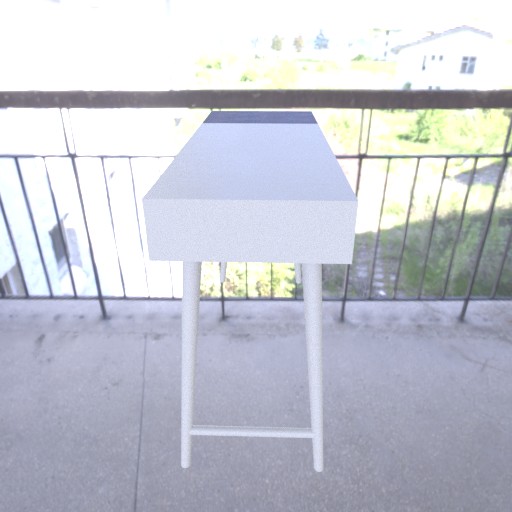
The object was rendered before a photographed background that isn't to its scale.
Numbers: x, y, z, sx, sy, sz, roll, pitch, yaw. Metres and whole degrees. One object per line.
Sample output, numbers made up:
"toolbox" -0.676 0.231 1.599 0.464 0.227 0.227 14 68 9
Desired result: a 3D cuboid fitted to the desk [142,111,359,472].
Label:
"desk" 0.000 0.000 1.459 0.409 0.761 1.069 1 26 2
